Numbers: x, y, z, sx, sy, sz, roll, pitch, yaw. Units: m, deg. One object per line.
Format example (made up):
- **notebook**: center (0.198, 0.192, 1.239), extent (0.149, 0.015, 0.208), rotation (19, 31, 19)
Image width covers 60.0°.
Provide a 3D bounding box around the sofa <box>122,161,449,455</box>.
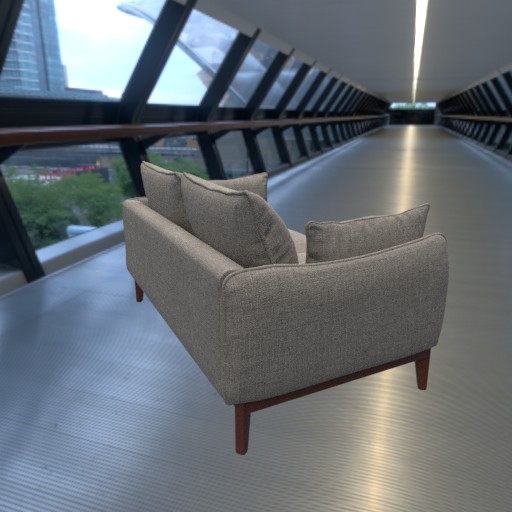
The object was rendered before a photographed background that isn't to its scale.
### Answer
- **sofa**: center (0.000, 0.000, 2.145), extent (0.972, 0.851, 1.580), rotation (-8, 18, -26)
